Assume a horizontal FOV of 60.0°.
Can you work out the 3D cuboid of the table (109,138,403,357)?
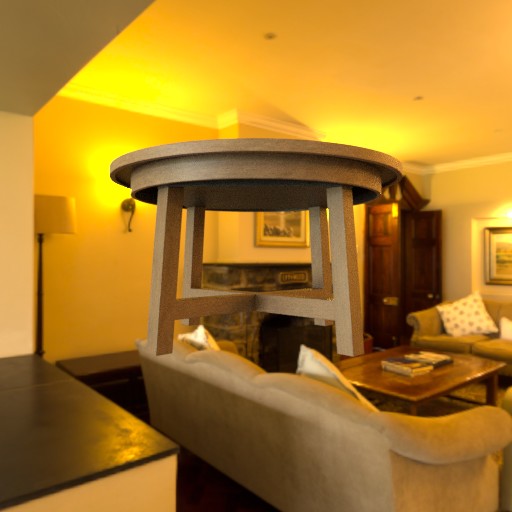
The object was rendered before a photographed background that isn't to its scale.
[{"bbox_3d":[0.000,0.000,2.099,1.319,0.762,1.319,0,0,0],"label":"table"}]
